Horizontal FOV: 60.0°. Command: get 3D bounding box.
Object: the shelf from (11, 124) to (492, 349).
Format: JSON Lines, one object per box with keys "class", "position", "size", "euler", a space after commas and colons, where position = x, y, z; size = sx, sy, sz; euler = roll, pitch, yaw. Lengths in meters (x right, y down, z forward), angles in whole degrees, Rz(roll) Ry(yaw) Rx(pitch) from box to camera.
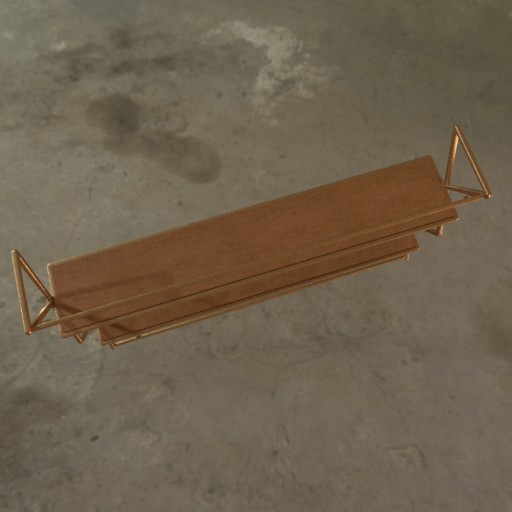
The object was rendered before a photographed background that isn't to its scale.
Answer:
{"class": "shelf", "position": [0.000, 0.000, 0.979], "size": [0.822, 0.450, 0.150], "euler": [-16, 76, -4]}
